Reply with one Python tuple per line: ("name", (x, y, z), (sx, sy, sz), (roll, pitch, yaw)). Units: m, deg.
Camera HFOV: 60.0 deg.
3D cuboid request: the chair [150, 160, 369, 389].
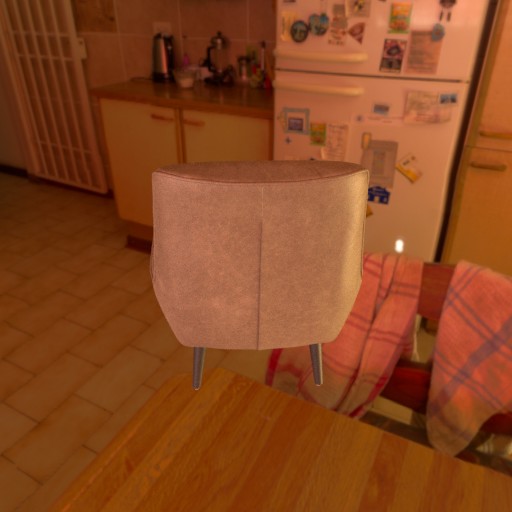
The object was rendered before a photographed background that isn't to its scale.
("chair", (0.000, 0.000, 1.536), (0.787, 0.888, 0.824), (-1, 30, -2))
